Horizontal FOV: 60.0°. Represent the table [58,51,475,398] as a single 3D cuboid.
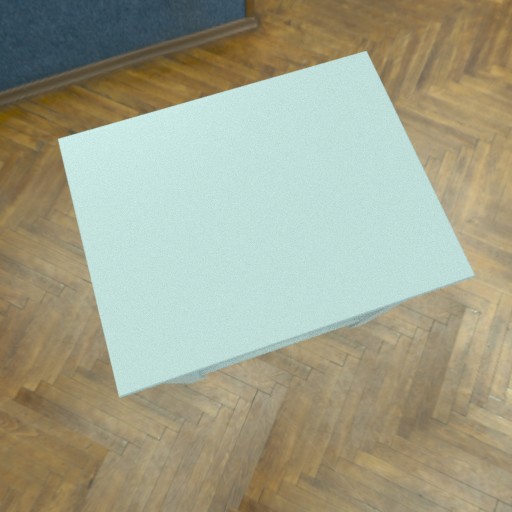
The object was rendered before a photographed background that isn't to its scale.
[{"bbox_3d":[0.000,0.000,1.025,0.564,0.646,0.451,-18,75,-5],"label":"table"}]
